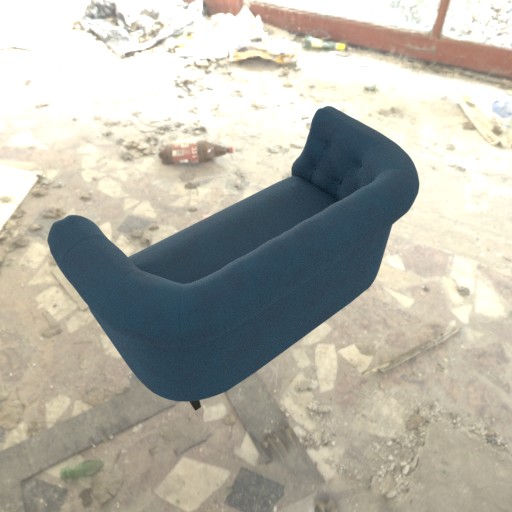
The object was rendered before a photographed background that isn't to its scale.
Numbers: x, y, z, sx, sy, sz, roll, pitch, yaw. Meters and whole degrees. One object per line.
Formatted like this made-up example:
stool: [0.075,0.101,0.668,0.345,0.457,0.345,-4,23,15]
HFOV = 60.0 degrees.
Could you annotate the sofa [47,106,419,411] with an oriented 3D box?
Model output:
sofa: [0.000,0.000,2.071,1.558,0.827,0.835,-30,53,-26]
